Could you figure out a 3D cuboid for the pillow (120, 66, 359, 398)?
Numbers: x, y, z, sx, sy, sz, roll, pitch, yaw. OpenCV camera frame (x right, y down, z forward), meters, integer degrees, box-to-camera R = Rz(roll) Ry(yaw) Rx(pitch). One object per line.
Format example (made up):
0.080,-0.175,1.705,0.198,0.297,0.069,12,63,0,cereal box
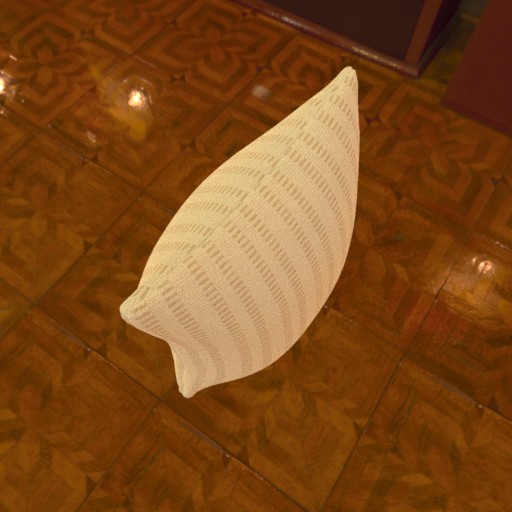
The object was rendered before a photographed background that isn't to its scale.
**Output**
0.000,0.000,0.689,0.247,0.419,0.438,34,68,16,pillow
